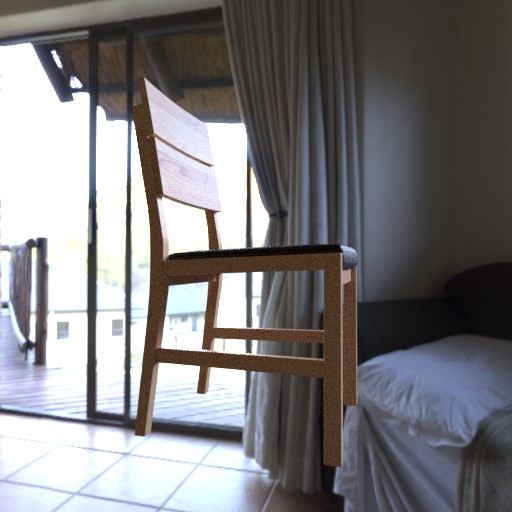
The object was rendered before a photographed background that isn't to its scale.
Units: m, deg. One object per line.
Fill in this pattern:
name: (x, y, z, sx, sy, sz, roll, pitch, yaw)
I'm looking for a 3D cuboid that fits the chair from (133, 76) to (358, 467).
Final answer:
chair: (0.000, 0.000, 1.298, 0.560, 0.950, 0.475, 0, -1, 17)
